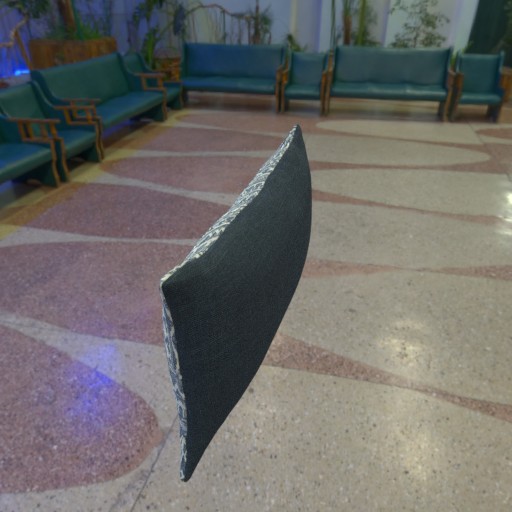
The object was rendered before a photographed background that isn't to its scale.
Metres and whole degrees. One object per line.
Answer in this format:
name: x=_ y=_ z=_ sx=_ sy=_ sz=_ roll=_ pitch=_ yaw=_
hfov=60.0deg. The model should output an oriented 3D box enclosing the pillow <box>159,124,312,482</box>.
pillow: x=0.000 y=0.000 z=0.730 sx=0.148 sy=0.292 sz=0.631 roll=9 pitch=32 yaw=14
